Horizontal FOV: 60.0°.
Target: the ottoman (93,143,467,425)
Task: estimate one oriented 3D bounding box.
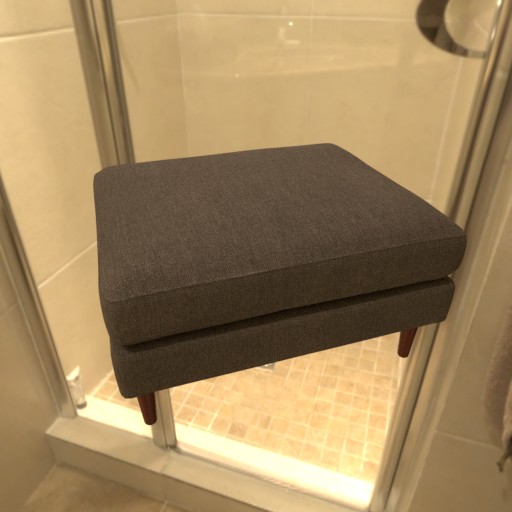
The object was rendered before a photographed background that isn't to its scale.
[{"bbox_3d":[0.000,0.000,1.263,0.821,0.474,0.693,-10,33,-16],"label":"ottoman"}]
